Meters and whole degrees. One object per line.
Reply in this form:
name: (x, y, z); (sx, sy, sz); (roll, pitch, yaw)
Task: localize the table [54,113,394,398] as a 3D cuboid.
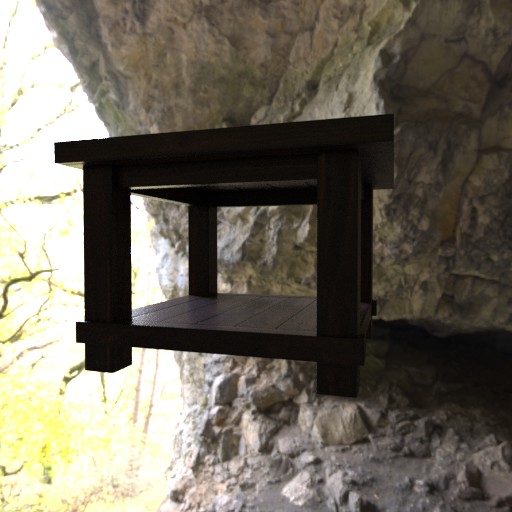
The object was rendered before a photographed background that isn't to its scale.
table: (0.000, 0.000, 1.024); (0.606, 0.437, 0.593); (0, 2, 17)
